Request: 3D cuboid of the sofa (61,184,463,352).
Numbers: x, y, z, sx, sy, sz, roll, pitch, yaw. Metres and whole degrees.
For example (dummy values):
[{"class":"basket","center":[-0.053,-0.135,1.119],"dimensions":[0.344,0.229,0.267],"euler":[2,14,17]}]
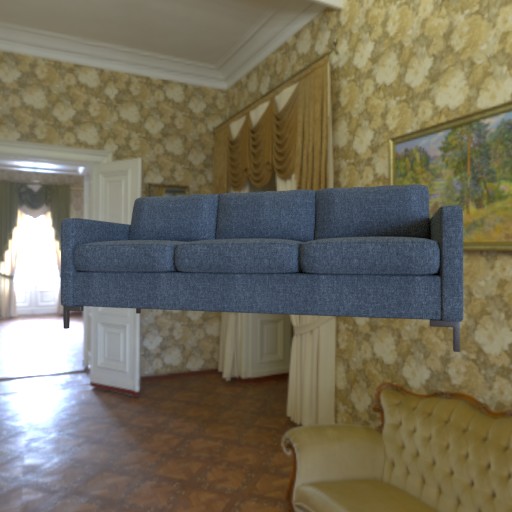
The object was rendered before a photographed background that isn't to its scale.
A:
[{"class":"sofa","center":[0.000,0.000,2.709],"dimensions":[2.218,0.874,0.859],"euler":[0,0,18]}]
